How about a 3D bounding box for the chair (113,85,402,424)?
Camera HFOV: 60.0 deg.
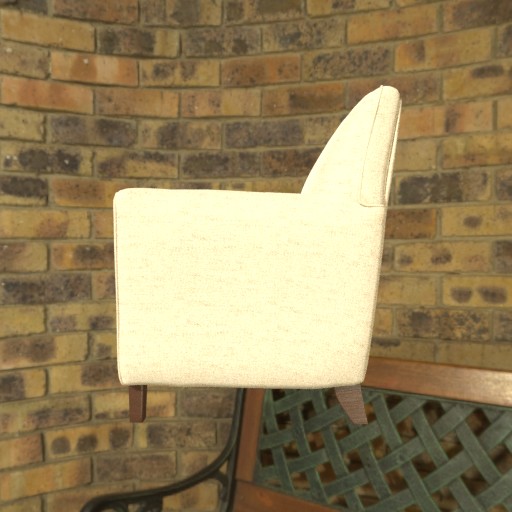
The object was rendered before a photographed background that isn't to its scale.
[{"bbox_3d":[0.000,0.000,1.610,0.823,0.943,0.870,0,0,1],"label":"chair"}]
